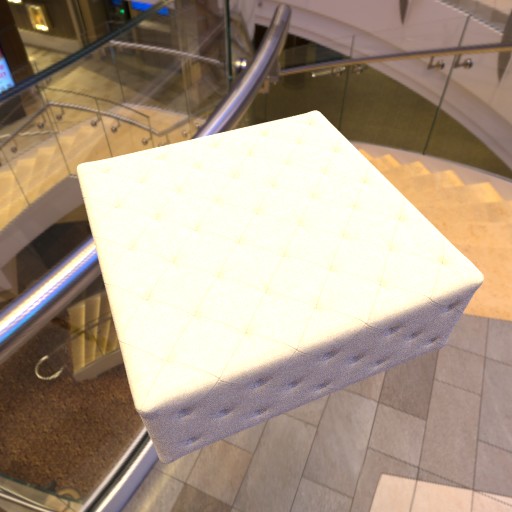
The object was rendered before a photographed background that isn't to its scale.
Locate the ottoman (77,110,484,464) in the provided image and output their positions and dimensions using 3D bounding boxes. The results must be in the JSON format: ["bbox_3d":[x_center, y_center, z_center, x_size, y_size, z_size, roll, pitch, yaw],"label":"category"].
[{"bbox_3d":[0.000,0.000,1.606,1.028,0.439,1.028,-17,50,-15],"label":"ottoman"}]
